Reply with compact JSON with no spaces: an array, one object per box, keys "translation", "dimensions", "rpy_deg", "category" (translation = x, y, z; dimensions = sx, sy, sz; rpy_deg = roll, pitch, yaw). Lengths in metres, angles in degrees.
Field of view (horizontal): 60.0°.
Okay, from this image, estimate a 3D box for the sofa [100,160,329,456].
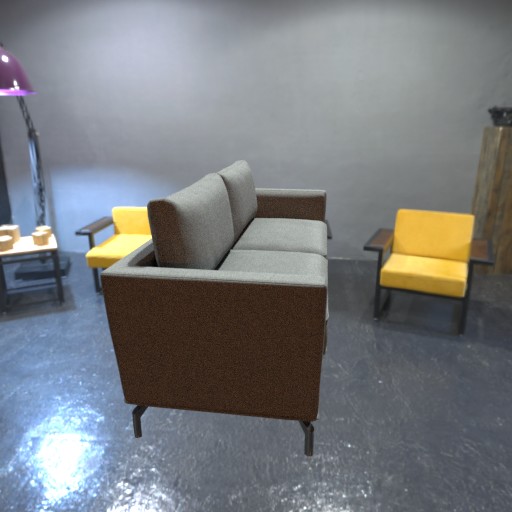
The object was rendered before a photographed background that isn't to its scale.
[{"translation":[0.000,0.000,2.702],"dimensions":[0.869,1.002,2.212],"rpy_deg":[3,17,8],"category":"sofa"}]
